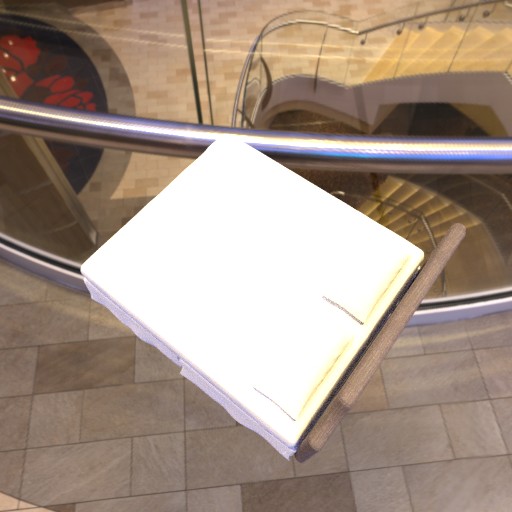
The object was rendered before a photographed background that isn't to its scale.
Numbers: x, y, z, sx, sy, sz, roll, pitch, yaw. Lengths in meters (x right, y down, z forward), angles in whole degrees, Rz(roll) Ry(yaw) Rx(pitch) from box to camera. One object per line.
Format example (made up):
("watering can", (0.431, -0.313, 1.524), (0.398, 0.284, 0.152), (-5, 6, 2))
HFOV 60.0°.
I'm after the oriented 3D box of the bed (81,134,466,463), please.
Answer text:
("bed", (0.000, 0.000, 4.129), (2.773, 1.590, 2.350), (35, 67, 17))
